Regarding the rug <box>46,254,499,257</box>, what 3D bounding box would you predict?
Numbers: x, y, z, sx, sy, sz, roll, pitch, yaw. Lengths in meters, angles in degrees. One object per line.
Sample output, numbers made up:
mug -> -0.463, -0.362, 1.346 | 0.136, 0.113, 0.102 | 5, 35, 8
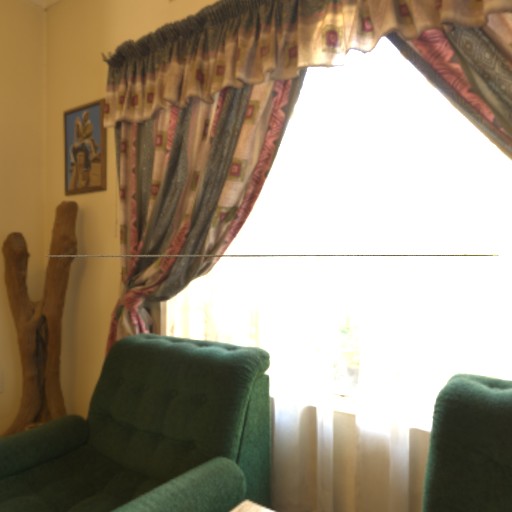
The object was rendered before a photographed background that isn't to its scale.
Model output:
rug -> 0.000, 0.000, 2.447 | 2.275, 0.009, 0.684 | 0, 0, 19
